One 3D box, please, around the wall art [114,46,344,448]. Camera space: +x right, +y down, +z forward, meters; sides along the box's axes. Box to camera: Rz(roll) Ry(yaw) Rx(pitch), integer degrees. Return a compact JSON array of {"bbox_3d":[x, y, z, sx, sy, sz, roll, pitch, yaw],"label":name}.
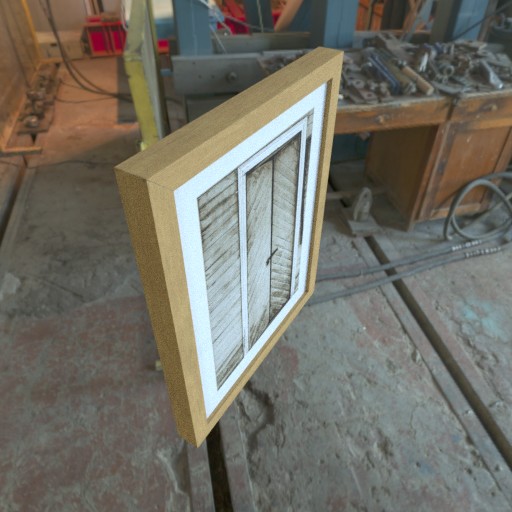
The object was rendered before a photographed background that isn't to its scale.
[{"bbox_3d":[0.000,0.000,0.518,0.030,0.380,0.312,23,47,24],"label":"wall art"}]
